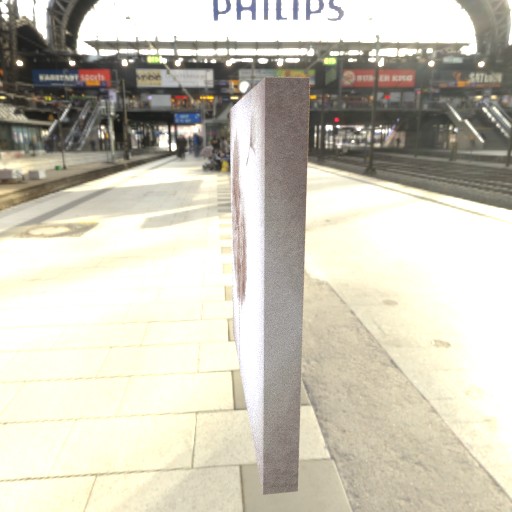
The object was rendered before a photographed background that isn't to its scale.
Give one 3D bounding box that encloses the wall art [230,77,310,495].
[{"bbox_3d":[0.000,0.000,0.452,0.028,0.303,0.303,-2,15,-7],"label":"wall art"}]
